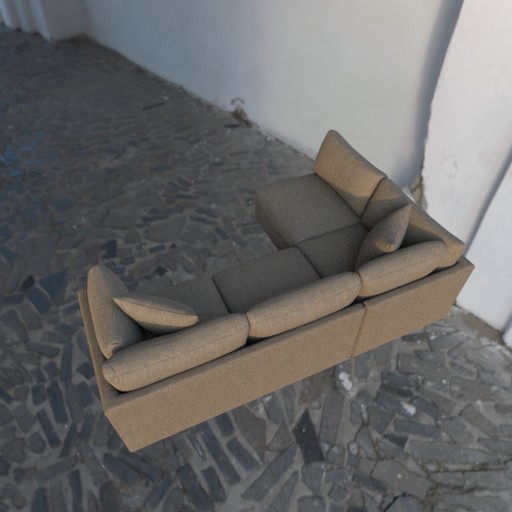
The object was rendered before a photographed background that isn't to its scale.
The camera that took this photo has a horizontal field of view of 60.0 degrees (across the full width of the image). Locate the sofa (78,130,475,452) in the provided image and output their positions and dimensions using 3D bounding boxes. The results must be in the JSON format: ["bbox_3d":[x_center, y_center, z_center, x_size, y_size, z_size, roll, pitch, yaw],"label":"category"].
[{"bbox_3d":[0.000,0.000,3.824,2.896,0.978,1.994,-18,48,-17],"label":"sofa"}]
